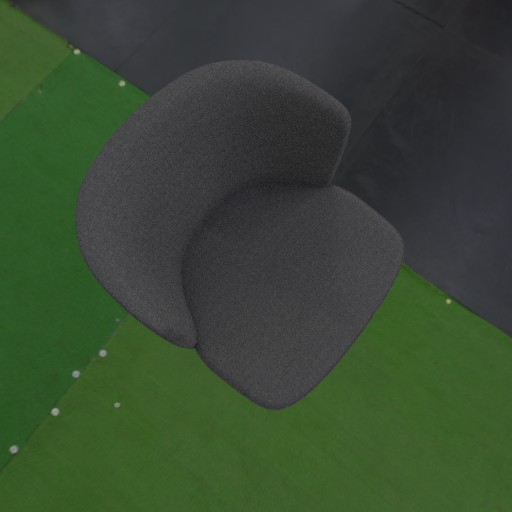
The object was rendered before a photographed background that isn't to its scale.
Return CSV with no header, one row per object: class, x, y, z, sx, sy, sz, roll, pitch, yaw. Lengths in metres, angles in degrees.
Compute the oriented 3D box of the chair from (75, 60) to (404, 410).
chair,0.000,0.000,1.229,0.698,0.695,0.639,38,78,10
